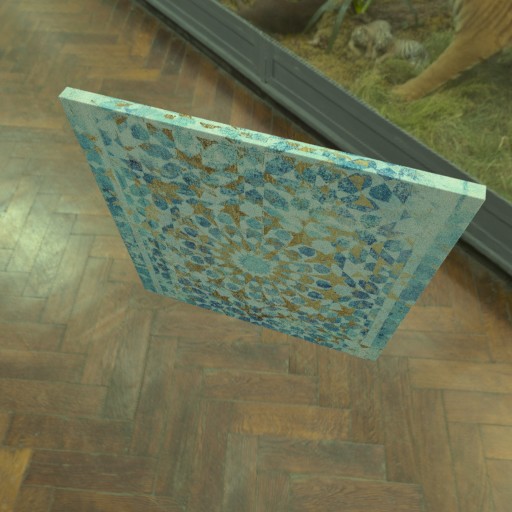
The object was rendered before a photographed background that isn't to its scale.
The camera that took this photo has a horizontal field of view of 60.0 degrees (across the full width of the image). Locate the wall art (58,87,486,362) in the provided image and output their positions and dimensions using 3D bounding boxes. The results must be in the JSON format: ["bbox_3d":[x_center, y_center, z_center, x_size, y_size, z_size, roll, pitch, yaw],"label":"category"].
[{"bbox_3d":[0.000,0.000,1.302,0.916,0.916,0.040,16,59,10],"label":"wall art"}]
